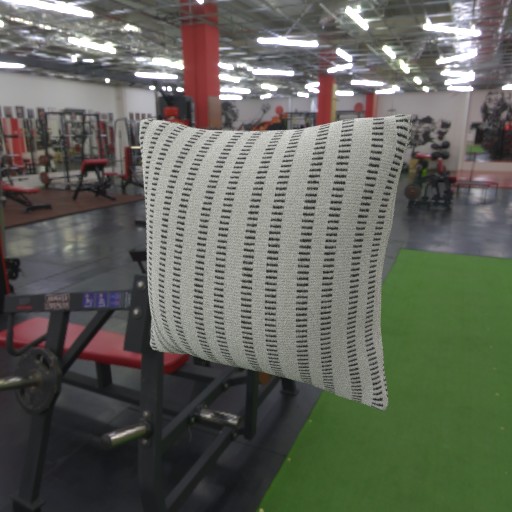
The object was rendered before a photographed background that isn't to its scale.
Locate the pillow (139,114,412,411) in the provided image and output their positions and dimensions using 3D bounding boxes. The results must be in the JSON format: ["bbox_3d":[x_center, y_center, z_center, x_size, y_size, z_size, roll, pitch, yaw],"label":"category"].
[{"bbox_3d":[0.000,0.000,0.696,0.438,0.419,0.247,8,17,26],"label":"pillow"}]
